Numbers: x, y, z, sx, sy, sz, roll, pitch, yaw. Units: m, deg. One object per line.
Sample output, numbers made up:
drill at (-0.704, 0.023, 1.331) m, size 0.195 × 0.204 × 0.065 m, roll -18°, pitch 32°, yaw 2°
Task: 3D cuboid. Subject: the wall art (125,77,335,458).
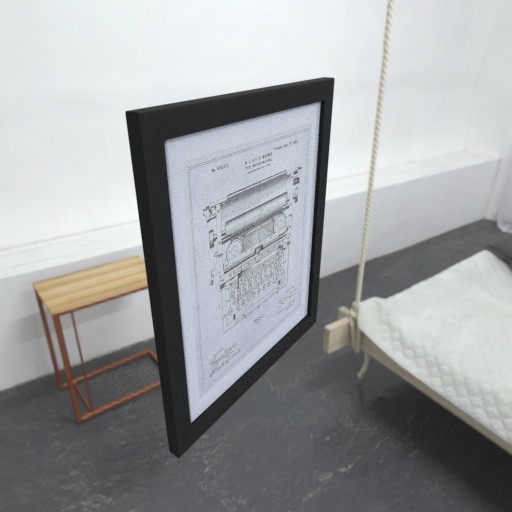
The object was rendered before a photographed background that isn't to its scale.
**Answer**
wall art at (0.000, 0.000, 0.720) m, size 0.021 × 0.508 × 0.432 m, roll 18°, pitch 32°, yaw 31°
